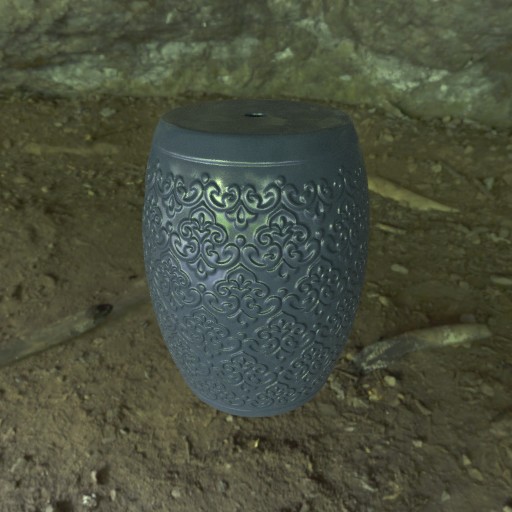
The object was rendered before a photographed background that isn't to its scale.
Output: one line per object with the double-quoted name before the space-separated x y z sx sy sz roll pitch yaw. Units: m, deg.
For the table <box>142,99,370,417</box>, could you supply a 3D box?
"table" 0.000 0.000 0.635 0.309 0.397 0.309 0 28 0
